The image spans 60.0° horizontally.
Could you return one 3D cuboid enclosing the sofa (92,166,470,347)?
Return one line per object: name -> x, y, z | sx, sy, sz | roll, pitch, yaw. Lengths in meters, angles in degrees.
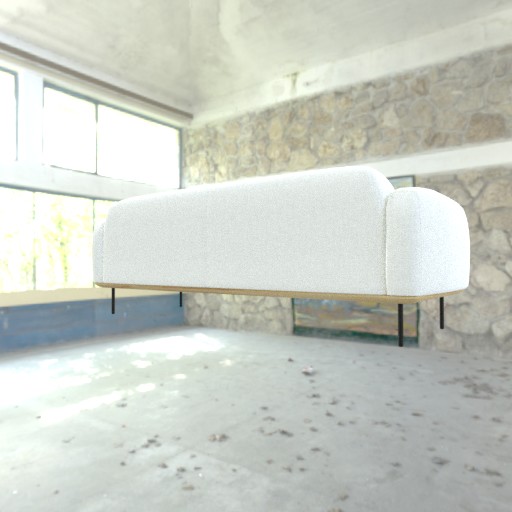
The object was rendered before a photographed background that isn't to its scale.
sofa -> 0.000, 0.000, 2.683 | 2.280, 0.780, 0.870 | -1, -1, 37
